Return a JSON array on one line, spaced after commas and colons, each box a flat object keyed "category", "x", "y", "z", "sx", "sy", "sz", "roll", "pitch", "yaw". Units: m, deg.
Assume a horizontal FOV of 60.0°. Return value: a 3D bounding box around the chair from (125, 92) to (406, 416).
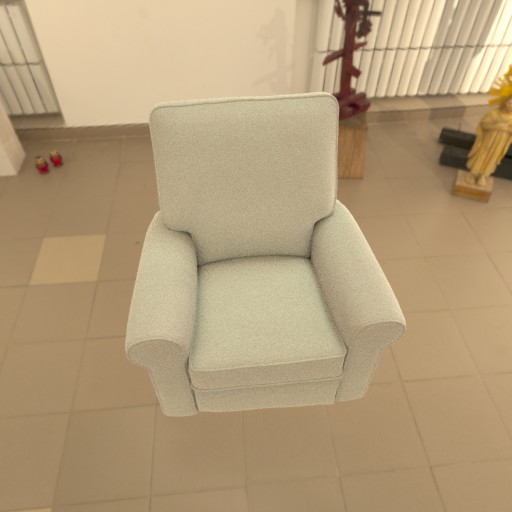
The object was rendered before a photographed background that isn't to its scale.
[{"category": "chair", "x": 0.000, "y": 0.000, "z": 1.681, "sx": 0.890, "sy": 0.960, "sz": 0.878, "roll": -4, "pitch": 47, "yaw": -4}]
